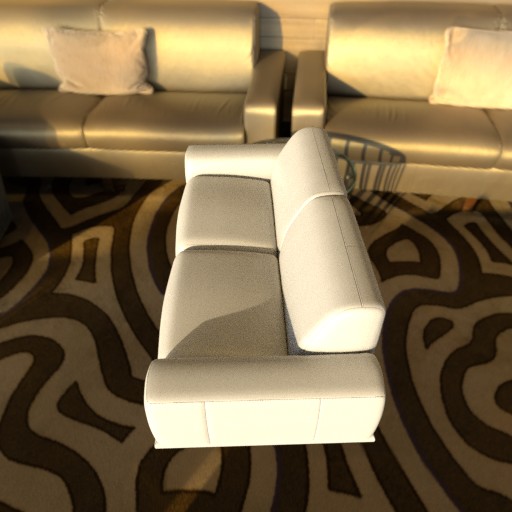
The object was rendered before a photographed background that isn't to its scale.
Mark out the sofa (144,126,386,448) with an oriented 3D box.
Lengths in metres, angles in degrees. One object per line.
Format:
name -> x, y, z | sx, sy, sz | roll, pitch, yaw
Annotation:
sofa -> 0.000, 0.000, 2.344 | 0.900, 0.772, 1.901 | -1, 42, -1
